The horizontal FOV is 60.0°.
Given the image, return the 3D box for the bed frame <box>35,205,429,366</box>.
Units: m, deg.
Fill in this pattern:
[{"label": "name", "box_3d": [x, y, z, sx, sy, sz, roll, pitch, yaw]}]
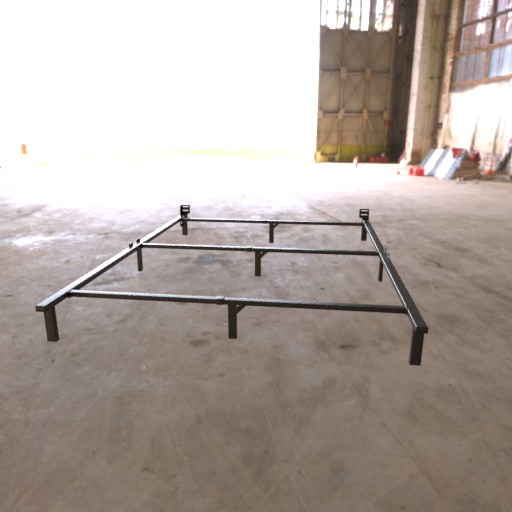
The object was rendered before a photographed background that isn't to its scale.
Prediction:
[{"label": "bed frame", "box_3d": [0.000, 0.000, 2.607, 1.498, 0.248, 1.990, 2, 16, 7]}]
